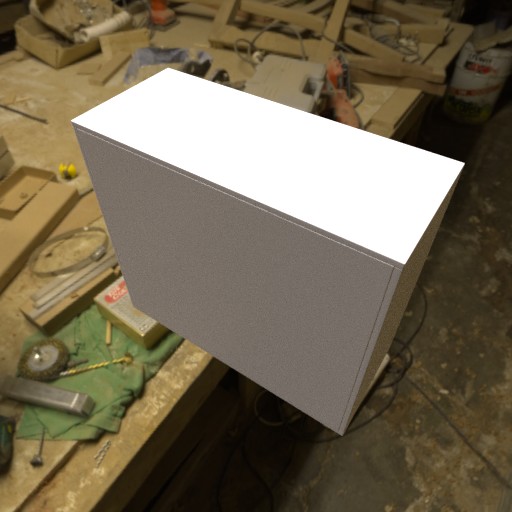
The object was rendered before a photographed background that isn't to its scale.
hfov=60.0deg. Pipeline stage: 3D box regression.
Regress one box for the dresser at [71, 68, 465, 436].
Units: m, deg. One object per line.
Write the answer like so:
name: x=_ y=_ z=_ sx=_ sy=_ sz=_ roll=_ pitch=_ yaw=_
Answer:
dresser: x=0.000 y=0.000 z=1.682 sx=1.100 sy=1.000 sz=0.460 roll=26 pitch=52 yaw=22
